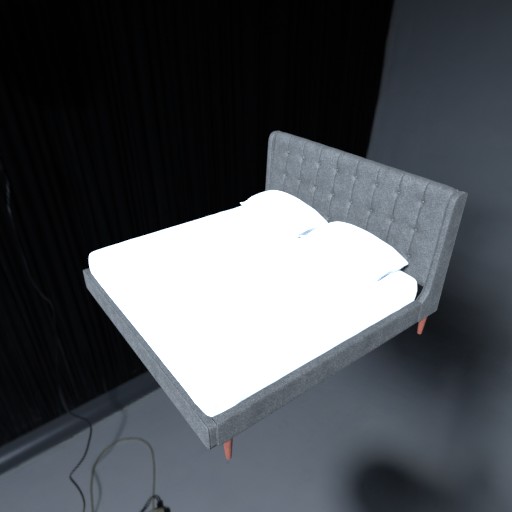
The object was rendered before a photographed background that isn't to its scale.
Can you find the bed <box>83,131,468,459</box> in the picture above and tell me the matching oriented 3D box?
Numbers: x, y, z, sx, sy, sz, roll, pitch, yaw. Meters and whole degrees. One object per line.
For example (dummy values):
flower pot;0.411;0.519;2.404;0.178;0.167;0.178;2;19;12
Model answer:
bed;0.000;0.000;2.647;1.638;0.933;1.531;-21;36;-31
